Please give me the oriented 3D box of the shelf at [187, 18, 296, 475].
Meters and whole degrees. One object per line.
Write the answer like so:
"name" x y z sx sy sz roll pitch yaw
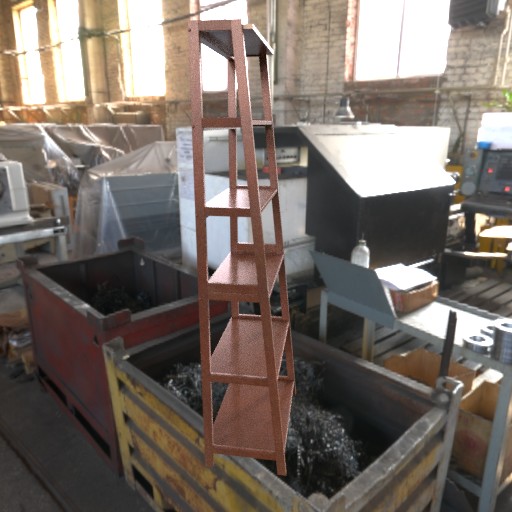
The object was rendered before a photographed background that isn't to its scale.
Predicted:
"shelf" 0.000 0.000 2.100 0.382 1.892 0.660 3 17 9
